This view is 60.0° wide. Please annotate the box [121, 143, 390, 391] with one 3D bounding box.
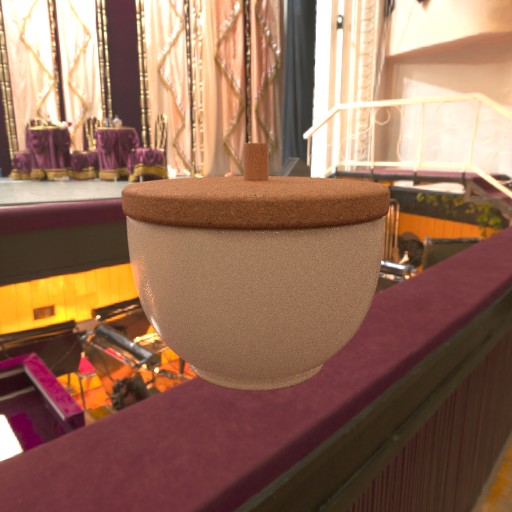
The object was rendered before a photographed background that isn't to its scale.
[{"bbox_3d":[0.000,0.000,0.190,0.107,0.094,0.107,0,13,0],"label":"box"}]
